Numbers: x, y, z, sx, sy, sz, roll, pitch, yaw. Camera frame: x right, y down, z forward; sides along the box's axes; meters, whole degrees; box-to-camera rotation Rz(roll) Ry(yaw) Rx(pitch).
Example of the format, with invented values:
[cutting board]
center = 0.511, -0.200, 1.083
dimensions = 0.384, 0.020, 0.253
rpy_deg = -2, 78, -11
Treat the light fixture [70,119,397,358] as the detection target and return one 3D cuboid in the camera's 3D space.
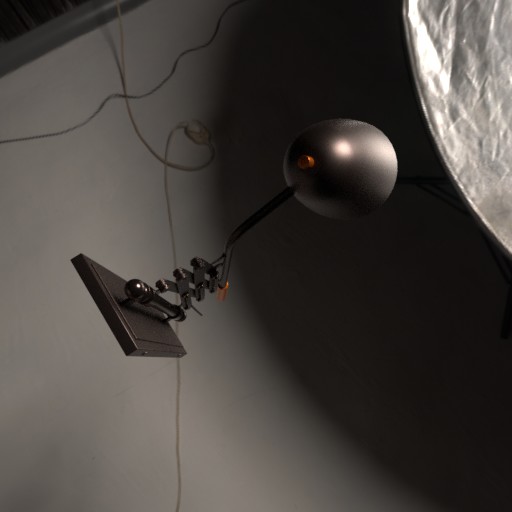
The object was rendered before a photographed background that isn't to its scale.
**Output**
[light fixture]
center = 0.000, 0.000, 0.901
dimensions = 0.499, 0.715, 0.162
rpy_deg = -33, 79, -7
